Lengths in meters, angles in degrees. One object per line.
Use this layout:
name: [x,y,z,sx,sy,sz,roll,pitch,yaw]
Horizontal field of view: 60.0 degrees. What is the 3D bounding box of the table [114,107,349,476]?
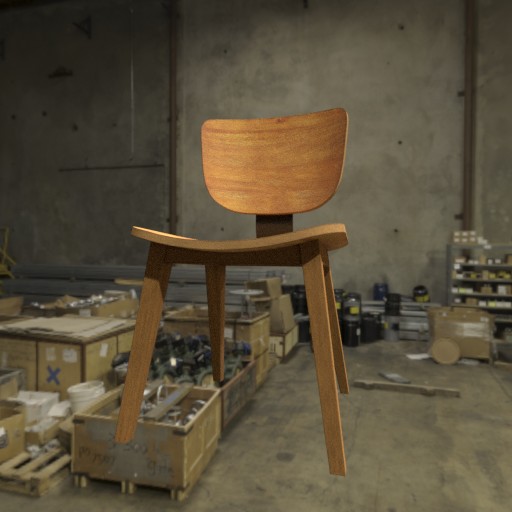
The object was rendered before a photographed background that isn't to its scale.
table: [0.000,0.000,1.121,0.499,0.805,0.500,0,1,17]
